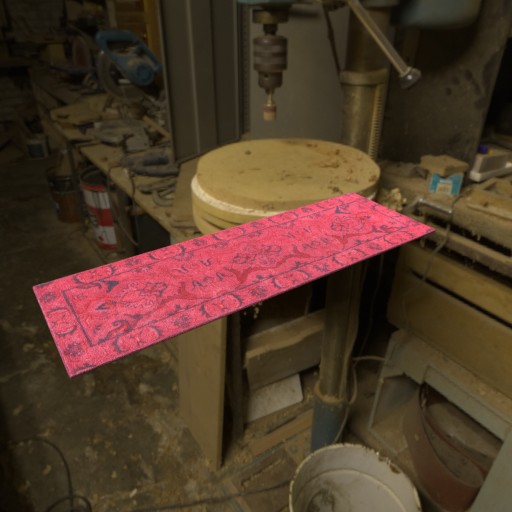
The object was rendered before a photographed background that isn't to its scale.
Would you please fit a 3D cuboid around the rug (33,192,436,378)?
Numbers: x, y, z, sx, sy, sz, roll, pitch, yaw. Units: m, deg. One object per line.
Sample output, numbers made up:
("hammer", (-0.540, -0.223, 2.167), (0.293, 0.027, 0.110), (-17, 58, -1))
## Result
("rug", (0.000, 0.000, 2.750), (2.439, 0.018, 0.813), (-19, 36, -29))
